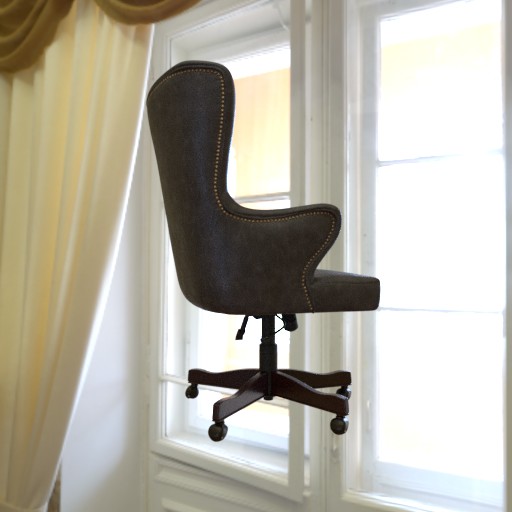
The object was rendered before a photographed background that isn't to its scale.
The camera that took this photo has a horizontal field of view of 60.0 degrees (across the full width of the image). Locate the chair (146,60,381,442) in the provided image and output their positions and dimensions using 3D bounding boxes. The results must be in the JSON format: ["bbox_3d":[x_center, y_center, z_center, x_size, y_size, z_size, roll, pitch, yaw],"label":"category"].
[{"bbox_3d":[0.000,0.000,1.490,0.717,1.037,0.594,0,0,-18],"label":"chair"}]
